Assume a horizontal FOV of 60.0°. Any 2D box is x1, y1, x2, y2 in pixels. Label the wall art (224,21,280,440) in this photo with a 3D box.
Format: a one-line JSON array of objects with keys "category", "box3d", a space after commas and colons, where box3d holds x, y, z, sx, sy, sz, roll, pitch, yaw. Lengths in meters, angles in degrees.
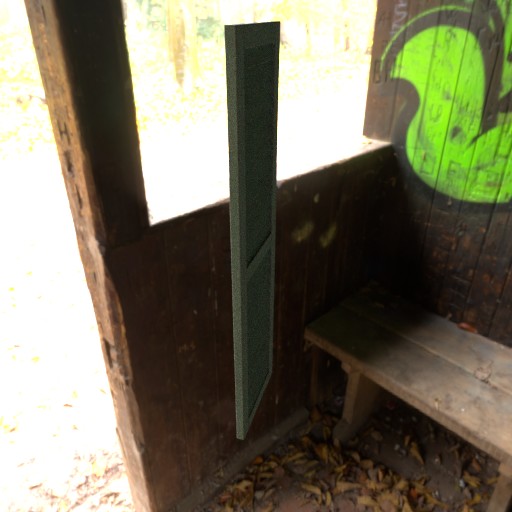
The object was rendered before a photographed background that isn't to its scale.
[{"category": "wall art", "box3d": [0.000, 0.000, 1.308, 0.025, 1.219, 0.329, 9, 31, 16]}]
